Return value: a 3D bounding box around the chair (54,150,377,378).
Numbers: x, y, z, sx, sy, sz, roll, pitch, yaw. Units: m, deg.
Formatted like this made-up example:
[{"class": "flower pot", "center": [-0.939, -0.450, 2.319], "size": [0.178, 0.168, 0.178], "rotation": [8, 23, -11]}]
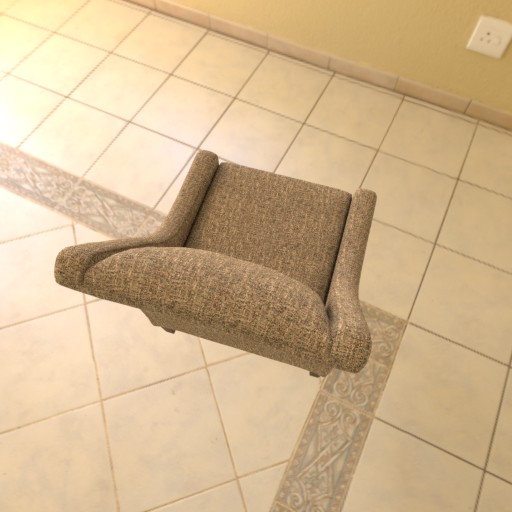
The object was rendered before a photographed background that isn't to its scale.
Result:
[{"class": "chair", "center": [0.000, 0.000, 1.601], "size": [0.774, 1.014, 0.870], "rotation": [15, 64, 8]}]
